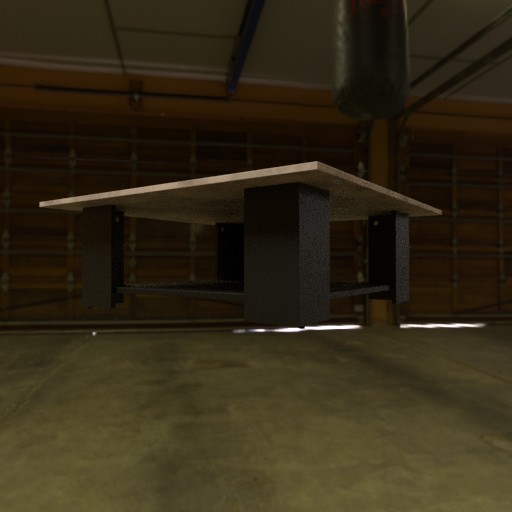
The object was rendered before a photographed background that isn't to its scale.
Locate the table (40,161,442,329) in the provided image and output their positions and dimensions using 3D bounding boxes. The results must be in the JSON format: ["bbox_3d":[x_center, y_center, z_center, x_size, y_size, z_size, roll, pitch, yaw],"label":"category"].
[{"bbox_3d":[0.000,0.000,1.373,0.890,0.305,0.890,-1,-1,35],"label":"table"}]
